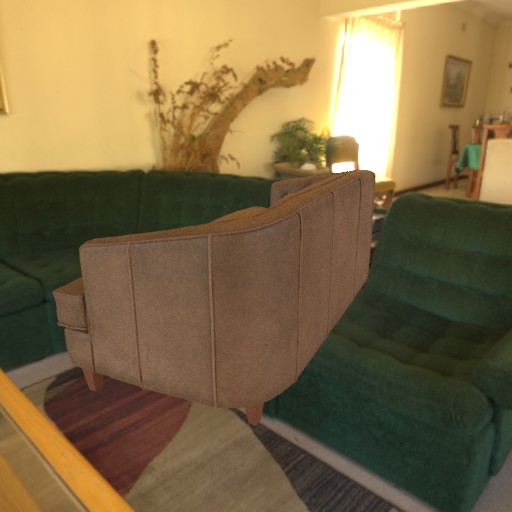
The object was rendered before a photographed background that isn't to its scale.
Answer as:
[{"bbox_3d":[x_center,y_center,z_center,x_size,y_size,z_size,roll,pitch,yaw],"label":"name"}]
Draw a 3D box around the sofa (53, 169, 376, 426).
[{"bbox_3d":[0.000,0.000,2.241,0.917,0.799,1.767,8,19,25],"label":"sofa"}]
